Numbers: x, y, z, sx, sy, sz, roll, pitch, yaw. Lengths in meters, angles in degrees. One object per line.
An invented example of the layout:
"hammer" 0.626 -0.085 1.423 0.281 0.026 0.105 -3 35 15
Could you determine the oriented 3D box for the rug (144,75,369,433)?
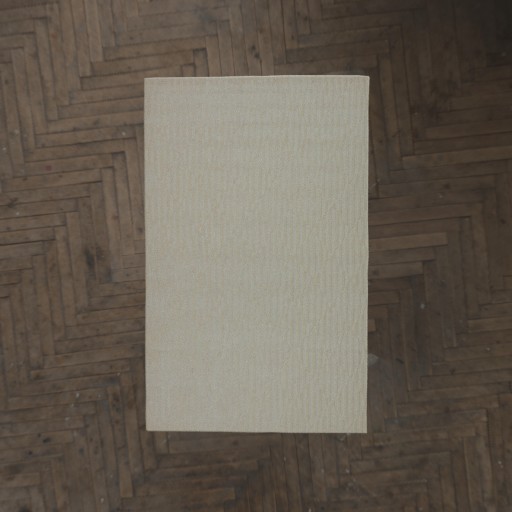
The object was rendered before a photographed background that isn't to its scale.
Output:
"rug" 0.000 0.000 3.031 1.531 0.014 2.441 0 91 1
